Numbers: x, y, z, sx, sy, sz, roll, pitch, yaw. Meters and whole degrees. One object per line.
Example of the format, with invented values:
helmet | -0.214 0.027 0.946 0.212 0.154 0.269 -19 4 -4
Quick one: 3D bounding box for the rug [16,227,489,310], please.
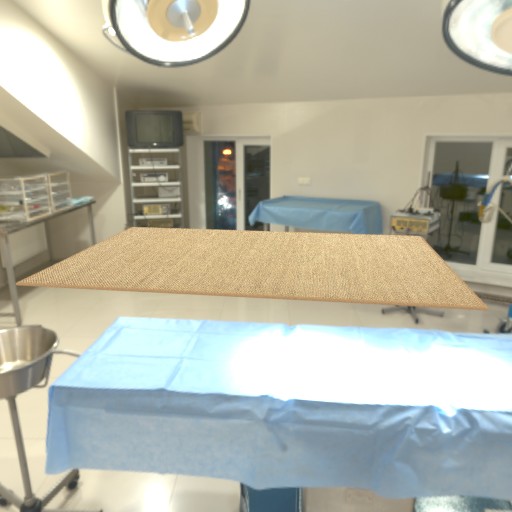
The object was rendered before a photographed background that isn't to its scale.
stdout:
rug | 0.000 0.000 2.037 1.668 0.012 1.061 2 15 8
